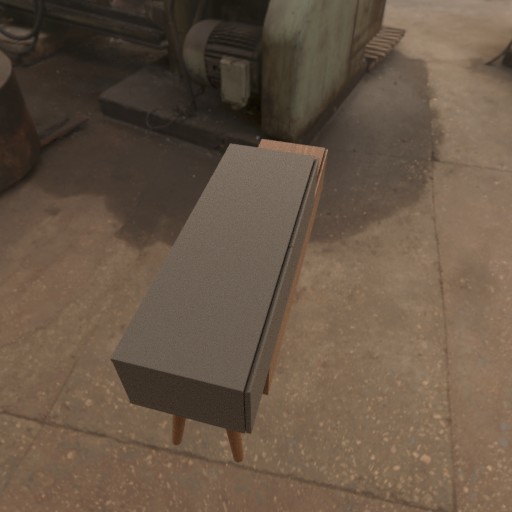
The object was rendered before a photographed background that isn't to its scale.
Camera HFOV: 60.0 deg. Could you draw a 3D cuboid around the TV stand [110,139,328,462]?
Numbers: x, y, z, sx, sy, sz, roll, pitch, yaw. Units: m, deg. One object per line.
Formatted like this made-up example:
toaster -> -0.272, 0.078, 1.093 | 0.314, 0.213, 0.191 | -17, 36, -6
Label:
TV stand -> 0.000, 0.000, 1.631 | 0.329, 0.591, 1.336 | 11, 47, 10
